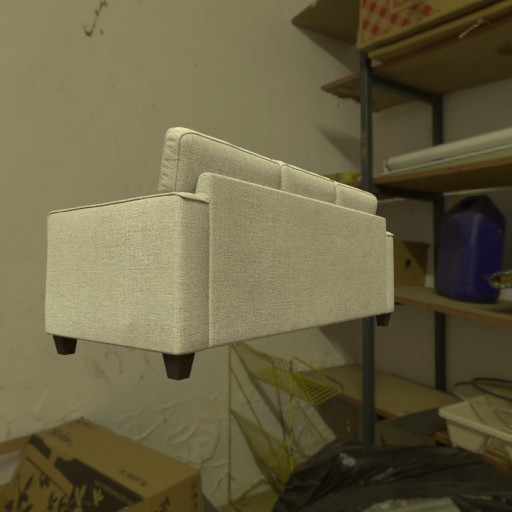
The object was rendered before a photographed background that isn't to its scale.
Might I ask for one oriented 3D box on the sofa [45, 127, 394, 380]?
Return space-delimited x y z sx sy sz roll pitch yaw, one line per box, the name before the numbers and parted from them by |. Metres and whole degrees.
sofa | 0.000 0.000 2.656 0.939 0.965 2.133 -2 -3 37
